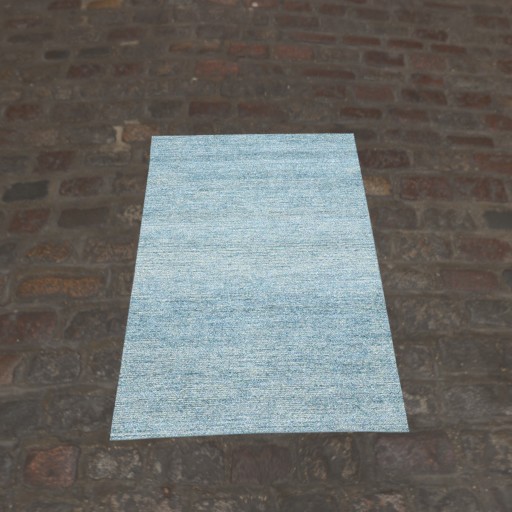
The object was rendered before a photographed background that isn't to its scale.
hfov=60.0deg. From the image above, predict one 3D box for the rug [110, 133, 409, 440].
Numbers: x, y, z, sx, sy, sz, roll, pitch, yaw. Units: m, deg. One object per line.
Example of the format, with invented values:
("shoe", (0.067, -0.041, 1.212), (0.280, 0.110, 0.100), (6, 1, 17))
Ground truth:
("rug", (0.000, 0.000, 2.949), (1.611, 0.026, 2.260), (-1, 59, -1))
